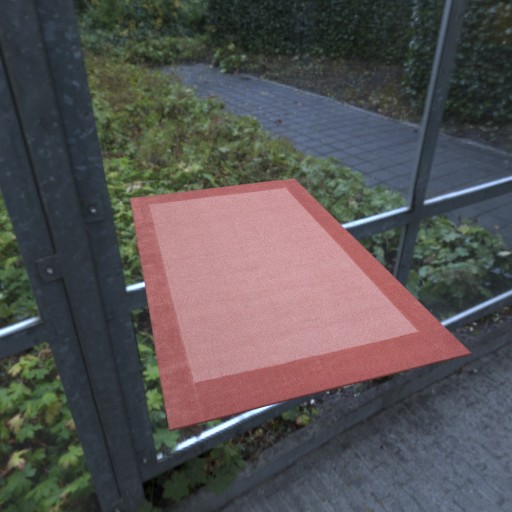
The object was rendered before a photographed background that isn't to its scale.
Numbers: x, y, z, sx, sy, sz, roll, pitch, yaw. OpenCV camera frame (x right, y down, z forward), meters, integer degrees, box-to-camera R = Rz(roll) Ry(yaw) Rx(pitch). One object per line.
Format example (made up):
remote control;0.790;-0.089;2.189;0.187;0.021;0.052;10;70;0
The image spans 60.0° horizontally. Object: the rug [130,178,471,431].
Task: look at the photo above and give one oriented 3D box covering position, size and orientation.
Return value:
rug;0.000;0.000;3.036;1.524;0.014;2.438;-9;33;-15
